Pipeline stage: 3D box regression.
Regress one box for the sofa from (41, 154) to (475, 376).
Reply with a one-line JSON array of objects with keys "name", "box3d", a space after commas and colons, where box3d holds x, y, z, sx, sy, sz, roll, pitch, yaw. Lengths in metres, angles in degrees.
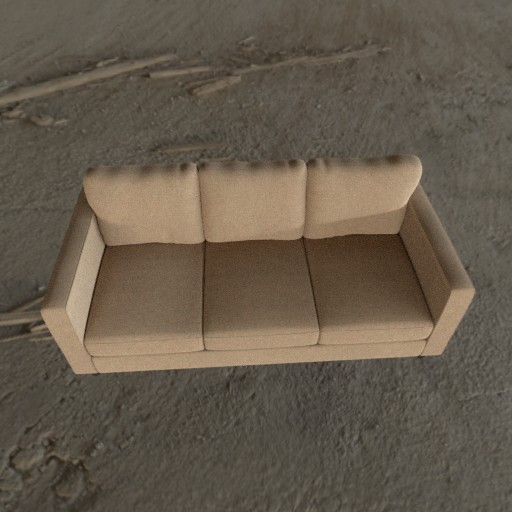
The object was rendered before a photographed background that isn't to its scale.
[{"name": "sofa", "box3d": [0.000, 0.000, 2.314, 1.855, 0.800, 0.930, -2, 46, -2]}]
